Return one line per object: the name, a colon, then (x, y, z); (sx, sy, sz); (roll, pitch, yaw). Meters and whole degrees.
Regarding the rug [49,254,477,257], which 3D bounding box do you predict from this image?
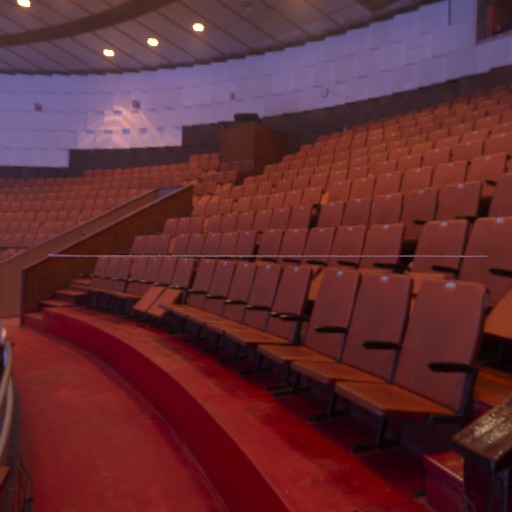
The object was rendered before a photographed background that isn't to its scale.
rug: (0.000, 0.000, 2.284); (1.813, 0.008, 1.223); (0, 0, -18)
